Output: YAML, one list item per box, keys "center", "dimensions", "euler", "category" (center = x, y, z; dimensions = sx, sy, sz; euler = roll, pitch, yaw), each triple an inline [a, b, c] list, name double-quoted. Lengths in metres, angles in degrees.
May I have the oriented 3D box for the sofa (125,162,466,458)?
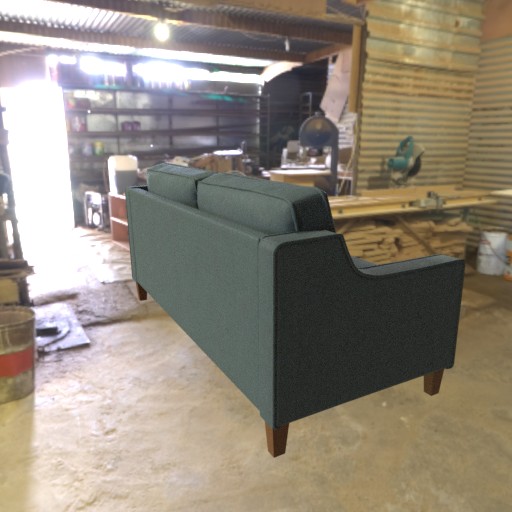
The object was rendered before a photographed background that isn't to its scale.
- center: [0.000, 0.000, 2.759]
  dimensions: [1.066, 1.071, 2.178]
  euler: [-8, 17, -28]
  category: "sofa"
